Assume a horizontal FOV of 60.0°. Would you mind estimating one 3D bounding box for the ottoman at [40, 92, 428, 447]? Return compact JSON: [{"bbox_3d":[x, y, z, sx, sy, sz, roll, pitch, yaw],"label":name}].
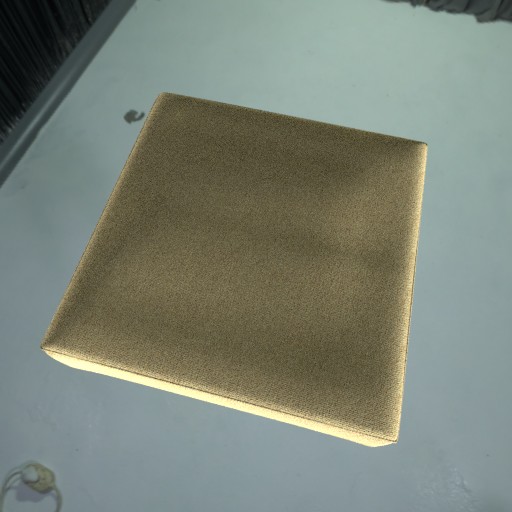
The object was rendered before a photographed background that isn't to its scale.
[{"bbox_3d":[0.000,0.000,1.476,0.970,0.378,0.981,13,64,6],"label":"ottoman"}]
